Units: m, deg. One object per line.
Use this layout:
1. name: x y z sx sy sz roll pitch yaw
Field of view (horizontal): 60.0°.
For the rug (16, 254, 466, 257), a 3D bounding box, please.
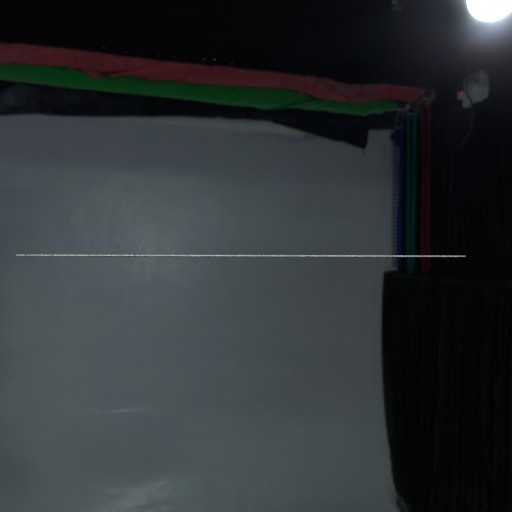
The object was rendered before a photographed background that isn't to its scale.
1. rug: 0.000 0.000 2.642 2.443 0.009 0.706 0 0 -18
